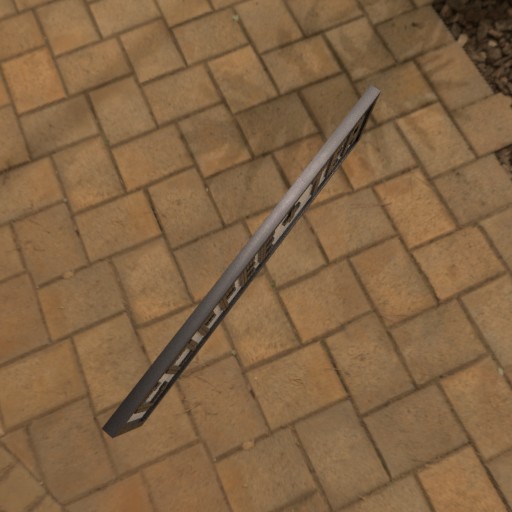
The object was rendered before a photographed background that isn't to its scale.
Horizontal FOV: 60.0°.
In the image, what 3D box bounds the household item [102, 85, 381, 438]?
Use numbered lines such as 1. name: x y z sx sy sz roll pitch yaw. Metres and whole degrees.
1. household item: 0.000 0.000 1.109 0.030 0.236 1.001 36 78 9
